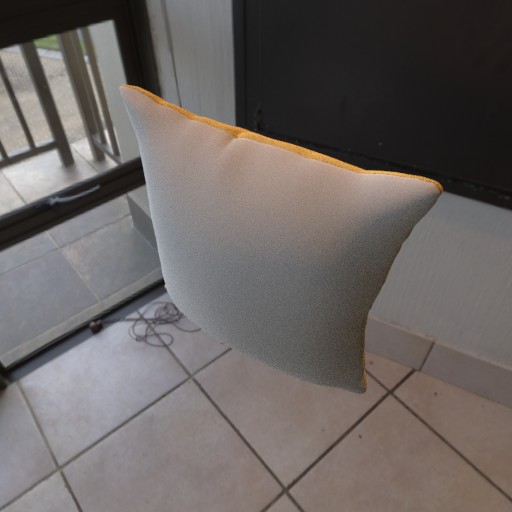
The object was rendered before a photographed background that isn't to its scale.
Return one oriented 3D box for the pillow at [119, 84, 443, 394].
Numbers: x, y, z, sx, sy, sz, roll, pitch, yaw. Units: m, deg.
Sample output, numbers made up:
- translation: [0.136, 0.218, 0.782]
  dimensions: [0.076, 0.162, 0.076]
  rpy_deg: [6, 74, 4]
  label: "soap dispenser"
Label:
- translation: [0.000, 0.000, 0.694]
  dimensions: [0.450, 0.450, 0.211]
  rpy_deg: [24, 51, 21]
  label: "pillow"
